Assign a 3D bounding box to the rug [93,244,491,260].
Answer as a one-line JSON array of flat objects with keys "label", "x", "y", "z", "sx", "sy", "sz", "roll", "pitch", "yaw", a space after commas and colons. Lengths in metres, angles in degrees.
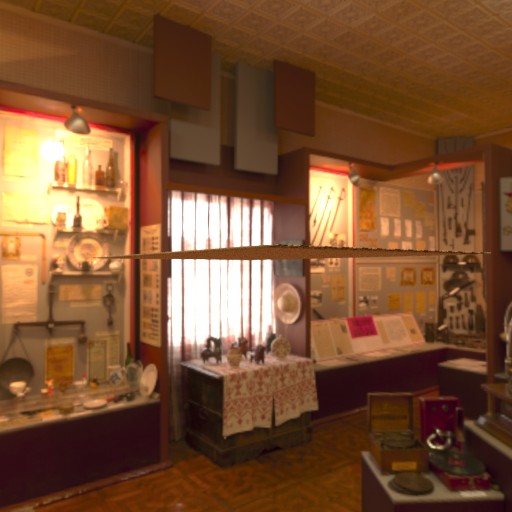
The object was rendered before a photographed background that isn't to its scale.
[{"label": "rug", "x": 0.000, "y": 0.000, "z": 3.041, "sx": 1.544, "sy": 0.010, "sz": 2.435, "roll": 1, "pitch": -2, "yaw": -35}]
